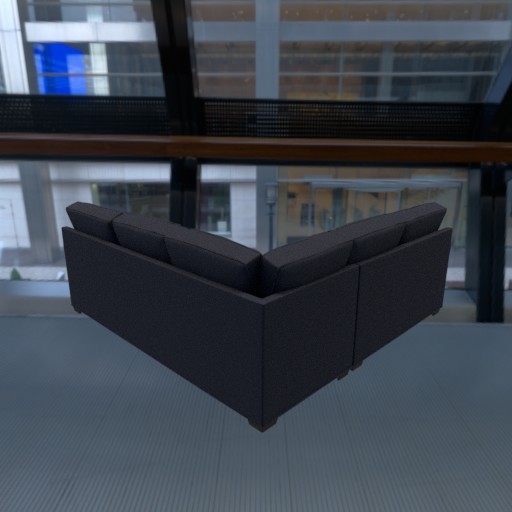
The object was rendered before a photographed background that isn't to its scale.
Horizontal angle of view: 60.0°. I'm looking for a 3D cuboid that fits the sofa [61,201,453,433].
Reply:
[{"bbox_3d":[0.000,0.000,4.020,2.562,1.042,2.487,16,23,42],"label":"sofa"}]
